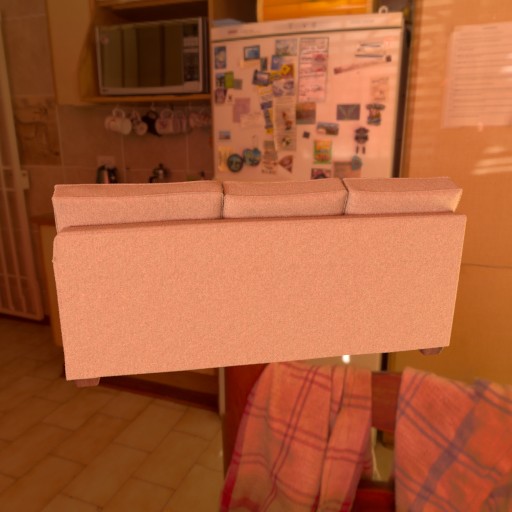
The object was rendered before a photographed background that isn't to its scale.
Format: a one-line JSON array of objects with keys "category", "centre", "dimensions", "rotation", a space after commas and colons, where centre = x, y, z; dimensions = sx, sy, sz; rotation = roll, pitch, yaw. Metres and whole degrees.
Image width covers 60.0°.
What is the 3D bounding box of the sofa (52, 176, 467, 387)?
[{"category": "sofa", "centre": [0.000, 0.000, 2.567], "dimensions": [1.963, 0.946, 1.034], "rotation": [-3, 15, -10]}]
